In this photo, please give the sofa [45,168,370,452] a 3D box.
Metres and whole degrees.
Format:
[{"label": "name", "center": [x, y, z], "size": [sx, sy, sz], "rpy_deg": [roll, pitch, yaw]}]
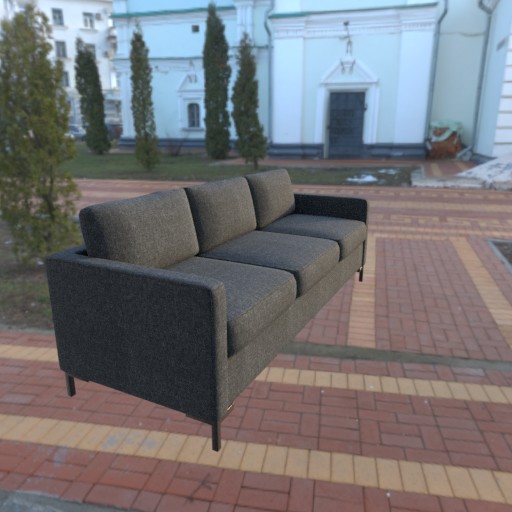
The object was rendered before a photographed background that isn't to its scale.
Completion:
[{"label": "sofa", "center": [0.000, 0.000, 2.652], "size": [0.859, 0.874, 2.218], "rpy_deg": [8, 18, 26]}]
